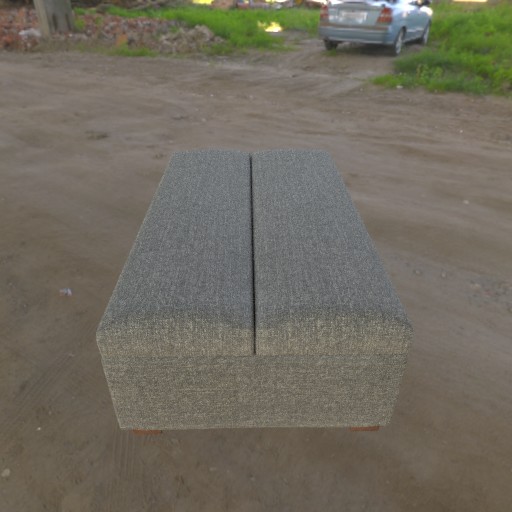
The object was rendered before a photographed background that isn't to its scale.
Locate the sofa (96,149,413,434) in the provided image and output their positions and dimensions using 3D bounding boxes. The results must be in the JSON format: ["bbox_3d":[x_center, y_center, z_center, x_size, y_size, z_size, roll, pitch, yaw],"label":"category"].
[{"bbox_3d":[0.000,0.000,1.602,0.782,0.417,1.198,-1,32,-1],"label":"sofa"}]
